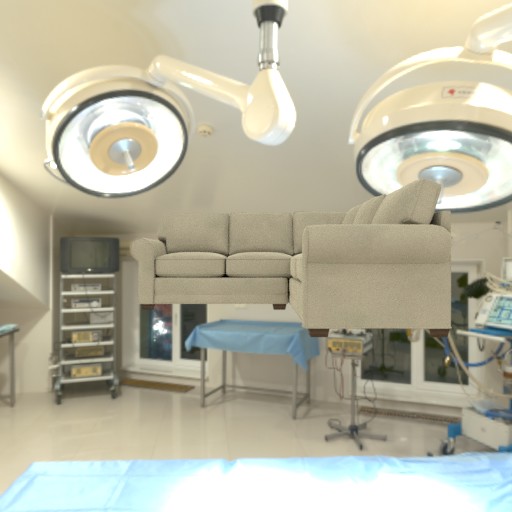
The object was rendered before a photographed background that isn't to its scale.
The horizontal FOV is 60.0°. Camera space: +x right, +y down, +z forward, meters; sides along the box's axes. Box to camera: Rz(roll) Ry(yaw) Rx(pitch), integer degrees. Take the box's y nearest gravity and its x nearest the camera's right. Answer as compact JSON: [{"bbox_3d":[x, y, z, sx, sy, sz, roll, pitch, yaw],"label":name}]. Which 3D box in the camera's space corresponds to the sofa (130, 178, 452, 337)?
[{"bbox_3d":[0.000,0.000,3.986,2.487,1.053,2.562,0,-1,0],"label":"sofa"}]
